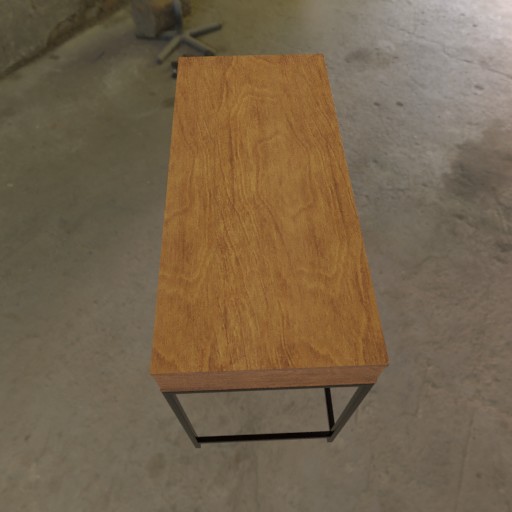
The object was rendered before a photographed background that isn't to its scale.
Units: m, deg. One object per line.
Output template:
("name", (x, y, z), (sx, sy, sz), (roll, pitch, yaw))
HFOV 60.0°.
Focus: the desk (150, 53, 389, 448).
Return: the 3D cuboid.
("desk", (0.000, 0.000, 1.440), (0.470, 0.762, 1.016), (-2, 57, -1))
